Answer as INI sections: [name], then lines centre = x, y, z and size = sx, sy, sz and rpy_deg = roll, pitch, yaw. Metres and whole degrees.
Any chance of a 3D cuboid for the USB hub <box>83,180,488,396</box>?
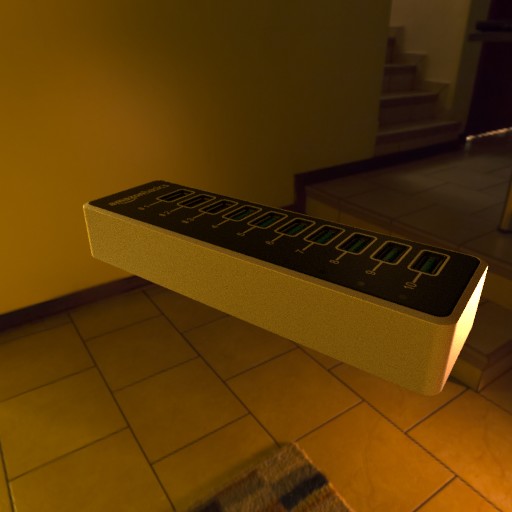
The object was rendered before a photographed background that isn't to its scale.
[USB hub]
centre = 0.000, 0.000, 0.162
size = 0.145, 0.023, 0.044
rpy_deg = 18, 32, 31
